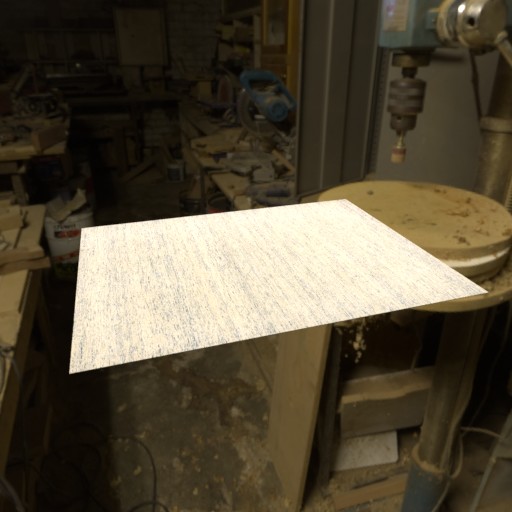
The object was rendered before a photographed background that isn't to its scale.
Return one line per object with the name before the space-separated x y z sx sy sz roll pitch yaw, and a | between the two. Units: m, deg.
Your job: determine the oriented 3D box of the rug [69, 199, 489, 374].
rug | 0.000 0.000 4.214 3.197 0.006 2.438 -8 27 -16
